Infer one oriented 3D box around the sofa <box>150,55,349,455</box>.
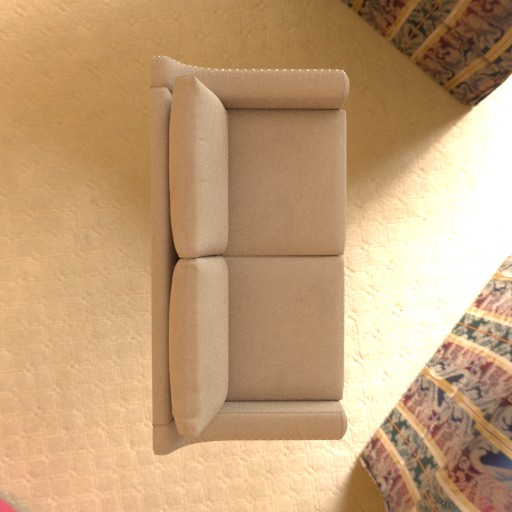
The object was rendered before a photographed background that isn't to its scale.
[{"bbox_3d":[0.000,0.000,2.470,1.030,0.901,1.967,0,91,0],"label":"sofa"}]
